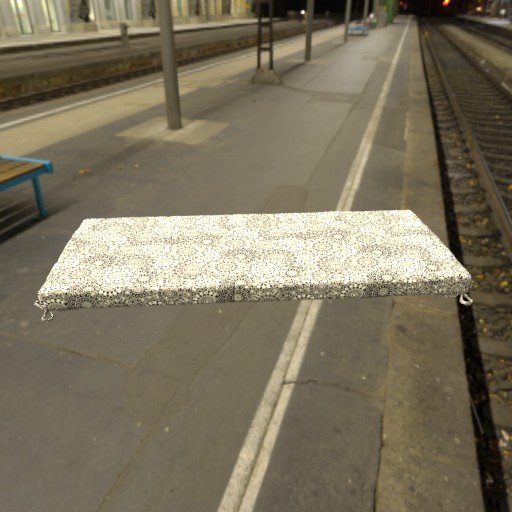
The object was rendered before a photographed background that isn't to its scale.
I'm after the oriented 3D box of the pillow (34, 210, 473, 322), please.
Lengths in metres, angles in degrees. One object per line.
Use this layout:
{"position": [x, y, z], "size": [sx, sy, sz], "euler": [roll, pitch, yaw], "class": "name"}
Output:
{"position": [0.000, 0.000, 1.343], "size": [1.187, 0.081, 0.492], "euler": [-2, 29, -3], "class": "pillow"}
